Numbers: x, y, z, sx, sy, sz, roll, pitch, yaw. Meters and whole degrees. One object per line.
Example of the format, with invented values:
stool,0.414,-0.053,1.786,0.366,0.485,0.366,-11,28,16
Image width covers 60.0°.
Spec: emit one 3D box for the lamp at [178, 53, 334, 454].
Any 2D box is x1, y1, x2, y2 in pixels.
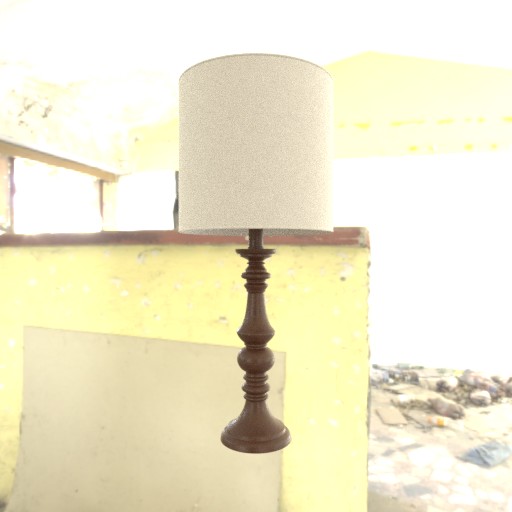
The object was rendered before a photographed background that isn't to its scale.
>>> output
lamp,0.000,0.000,0.726,0.250,0.597,0.250,0,0,36
